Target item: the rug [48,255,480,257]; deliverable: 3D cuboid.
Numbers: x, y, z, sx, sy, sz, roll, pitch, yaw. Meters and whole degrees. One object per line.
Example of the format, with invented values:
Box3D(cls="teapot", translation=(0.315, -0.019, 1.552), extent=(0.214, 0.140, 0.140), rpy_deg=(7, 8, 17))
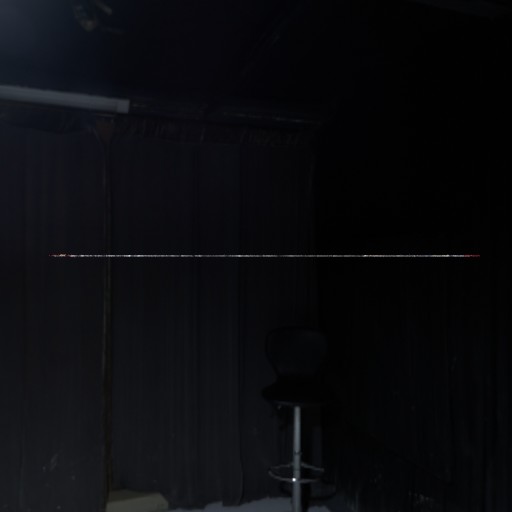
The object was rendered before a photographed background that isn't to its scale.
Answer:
Box3D(cls="rug", translation=(0.000, 0.000, 3.023), extent=(2.465, 0.012, 1.465), rpy_deg=(0, 0, -19))
